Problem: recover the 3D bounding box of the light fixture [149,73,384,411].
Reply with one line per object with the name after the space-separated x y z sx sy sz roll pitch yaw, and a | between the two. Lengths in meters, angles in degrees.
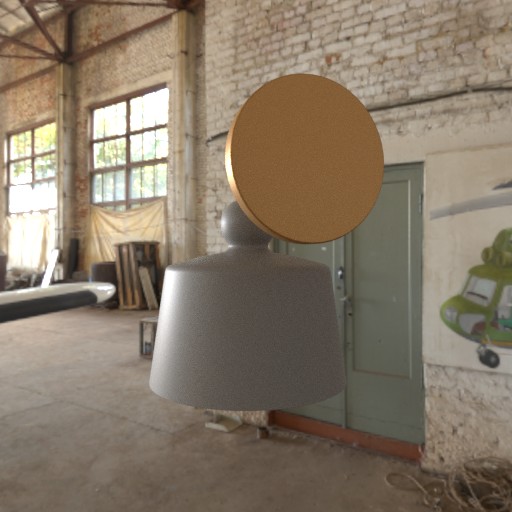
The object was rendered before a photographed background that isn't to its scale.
0.000 0.000 0.445 0.204 0.268 0.254 0 0 -19 | light fixture
